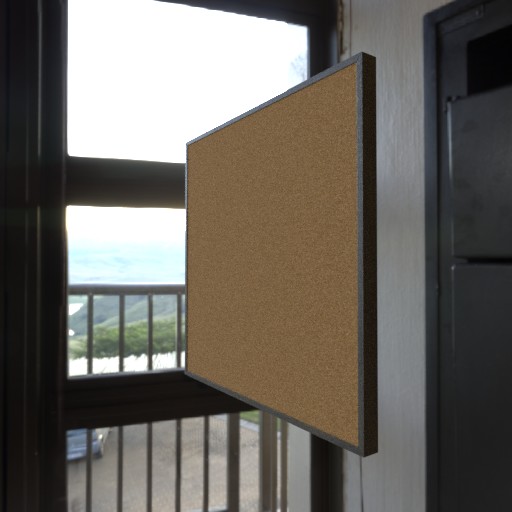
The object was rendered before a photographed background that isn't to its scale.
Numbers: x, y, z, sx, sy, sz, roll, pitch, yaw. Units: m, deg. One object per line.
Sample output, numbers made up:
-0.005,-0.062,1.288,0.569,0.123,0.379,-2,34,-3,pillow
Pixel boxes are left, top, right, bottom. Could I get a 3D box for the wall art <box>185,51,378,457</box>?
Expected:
0.000,0.000,1.149,0.039,0.758,0.758,1,-1,-35,wall art
